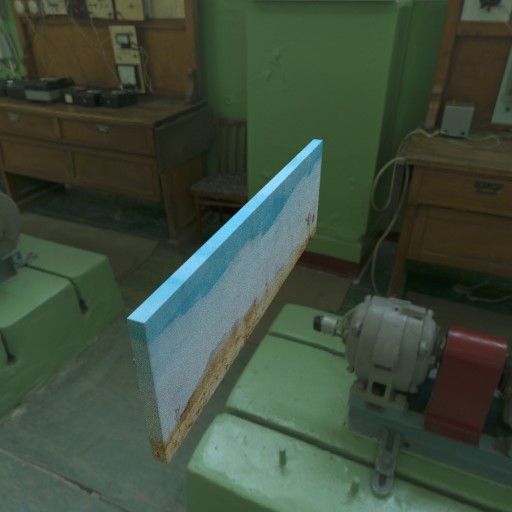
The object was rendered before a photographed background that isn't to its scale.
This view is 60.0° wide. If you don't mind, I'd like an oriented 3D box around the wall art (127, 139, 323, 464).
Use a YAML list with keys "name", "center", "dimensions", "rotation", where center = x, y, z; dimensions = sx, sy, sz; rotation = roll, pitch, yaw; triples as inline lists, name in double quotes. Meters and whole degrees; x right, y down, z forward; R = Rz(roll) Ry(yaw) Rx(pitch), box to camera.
- name: "wall art"
  center: [0.000, 0.000, 0.858]
  dimensions: [0.044, 0.254, 0.759]
  rotation: [12, 33, 19]
